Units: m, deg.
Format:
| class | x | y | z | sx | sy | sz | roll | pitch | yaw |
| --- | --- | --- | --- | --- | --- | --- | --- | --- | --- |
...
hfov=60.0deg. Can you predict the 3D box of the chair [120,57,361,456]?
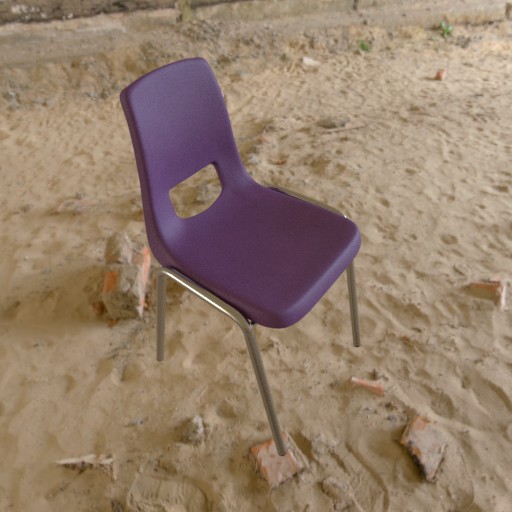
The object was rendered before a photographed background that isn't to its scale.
| class | x | y | z | sx | sy | sz | roll | pitch | yaw |
| --- | --- | --- | --- | --- | --- | --- | --- | --- | --- |
| chair | 0.000 | 0.000 | 0.947 | 0.432 | 0.704 | 0.381 | 27 | 49 | 26 |
